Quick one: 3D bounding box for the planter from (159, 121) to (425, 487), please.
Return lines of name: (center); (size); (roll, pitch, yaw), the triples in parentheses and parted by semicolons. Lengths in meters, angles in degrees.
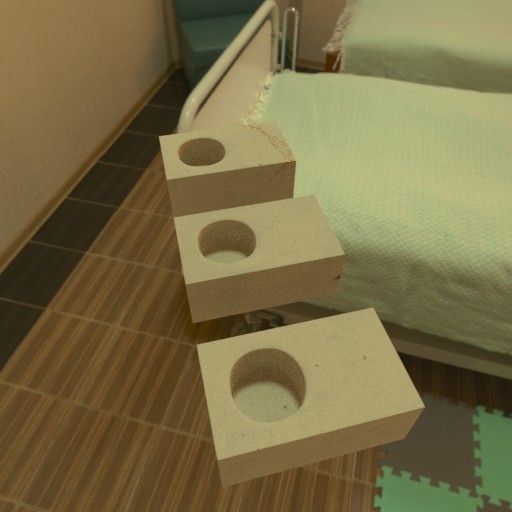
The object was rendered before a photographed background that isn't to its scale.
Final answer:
planter: (0.000, 0.000, 0.383); (0.127, 0.051, 0.333); (-10, 48, -9)
